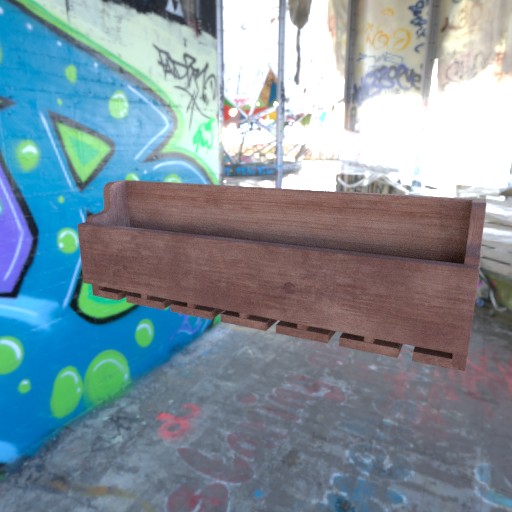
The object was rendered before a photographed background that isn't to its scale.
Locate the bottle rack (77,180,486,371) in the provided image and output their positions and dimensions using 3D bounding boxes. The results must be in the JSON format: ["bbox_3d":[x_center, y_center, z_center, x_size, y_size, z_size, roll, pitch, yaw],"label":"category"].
[{"bbox_3d":[0.000,0.000,0.679,0.608,0.196,0.126,7,17,25],"label":"bottle rack"}]
